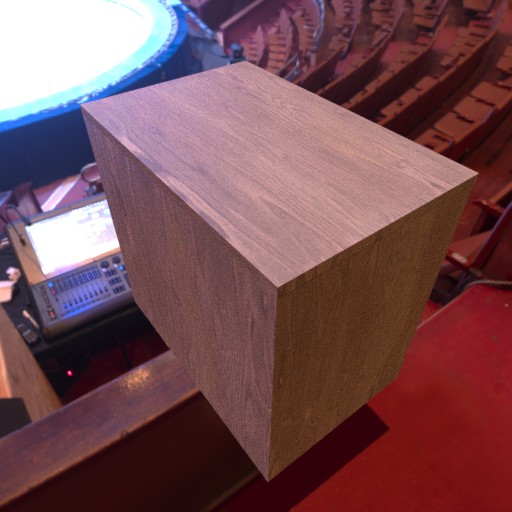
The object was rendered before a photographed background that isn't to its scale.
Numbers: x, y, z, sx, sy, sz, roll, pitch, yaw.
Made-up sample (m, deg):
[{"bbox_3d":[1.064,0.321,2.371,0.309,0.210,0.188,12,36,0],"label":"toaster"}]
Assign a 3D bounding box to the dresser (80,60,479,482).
[{"bbox_3d":[0.000,0.000,1.283,0.529,0.762,0.809,-27,49,-26],"label":"dresser"}]
